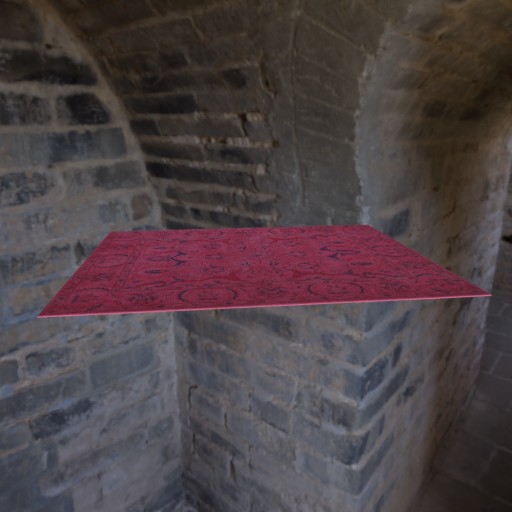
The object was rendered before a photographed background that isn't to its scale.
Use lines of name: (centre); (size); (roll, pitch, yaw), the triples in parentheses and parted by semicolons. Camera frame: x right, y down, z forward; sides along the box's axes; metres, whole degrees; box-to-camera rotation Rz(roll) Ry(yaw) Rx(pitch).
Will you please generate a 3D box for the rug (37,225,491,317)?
rug: (0.000, 0.000, 3.920); (2.929, 0.012, 2.300); (-2, 16, -7)
